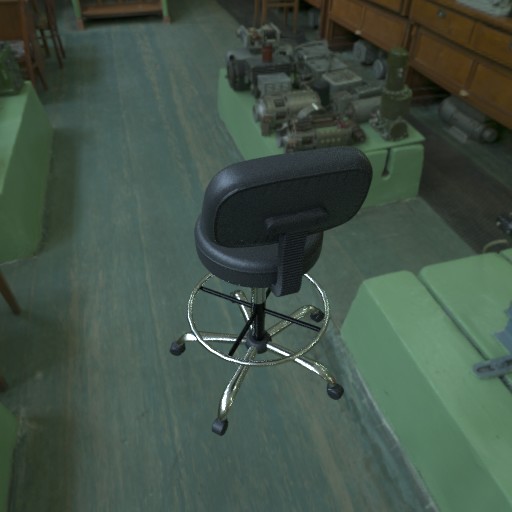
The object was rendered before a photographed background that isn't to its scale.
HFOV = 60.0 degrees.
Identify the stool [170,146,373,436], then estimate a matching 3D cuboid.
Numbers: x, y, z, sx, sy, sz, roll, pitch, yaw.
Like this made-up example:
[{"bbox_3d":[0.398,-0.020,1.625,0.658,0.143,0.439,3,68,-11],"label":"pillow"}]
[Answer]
[{"bbox_3d":[0.000,0.000,1.517,0.694,1.069,0.658,-12,43,-13],"label":"stool"}]
